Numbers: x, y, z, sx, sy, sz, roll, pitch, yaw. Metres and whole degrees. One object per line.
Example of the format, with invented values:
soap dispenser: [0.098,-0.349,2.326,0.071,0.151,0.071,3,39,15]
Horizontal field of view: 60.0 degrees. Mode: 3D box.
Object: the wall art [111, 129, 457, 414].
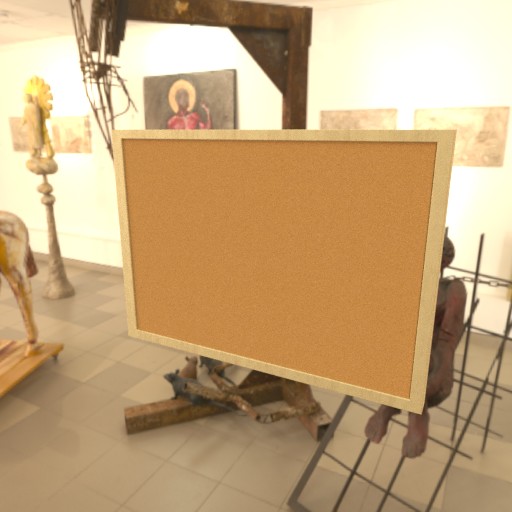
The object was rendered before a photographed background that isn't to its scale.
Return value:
wall art: [0.000,0.000,0.693,0.532,0.380,0.032,8,18,26]
